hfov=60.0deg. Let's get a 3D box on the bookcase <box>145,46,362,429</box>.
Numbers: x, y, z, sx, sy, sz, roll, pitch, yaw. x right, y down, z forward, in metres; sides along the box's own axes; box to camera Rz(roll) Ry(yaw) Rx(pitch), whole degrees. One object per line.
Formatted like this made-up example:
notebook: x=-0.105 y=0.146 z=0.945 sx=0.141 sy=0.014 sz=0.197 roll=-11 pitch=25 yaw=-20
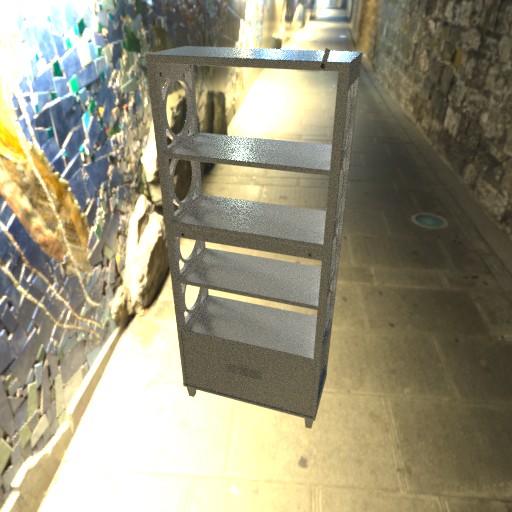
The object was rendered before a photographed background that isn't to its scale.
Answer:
bookcase: x=0.000 y=0.000 z=2.136 sx=0.761 sy=1.869 sz=0.361 roll=10 pitch=32 yaw=16
